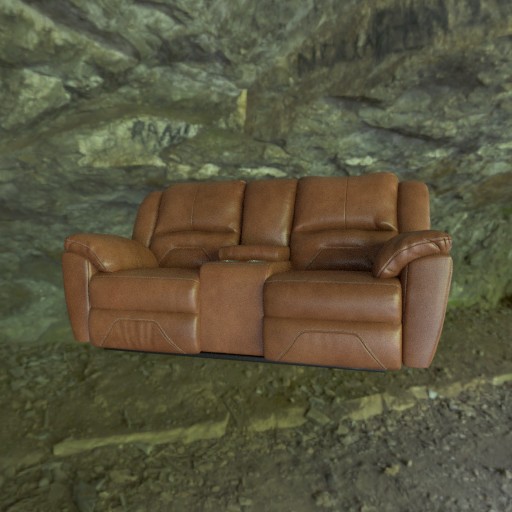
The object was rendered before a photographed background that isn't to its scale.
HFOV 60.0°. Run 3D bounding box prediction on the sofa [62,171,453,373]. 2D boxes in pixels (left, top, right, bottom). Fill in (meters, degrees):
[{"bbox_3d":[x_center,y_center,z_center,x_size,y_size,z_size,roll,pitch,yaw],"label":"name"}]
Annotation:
[{"bbox_3d":[0.000,0.000,2.631,2.058,1.043,0.991,0,1,17],"label":"sofa"}]
